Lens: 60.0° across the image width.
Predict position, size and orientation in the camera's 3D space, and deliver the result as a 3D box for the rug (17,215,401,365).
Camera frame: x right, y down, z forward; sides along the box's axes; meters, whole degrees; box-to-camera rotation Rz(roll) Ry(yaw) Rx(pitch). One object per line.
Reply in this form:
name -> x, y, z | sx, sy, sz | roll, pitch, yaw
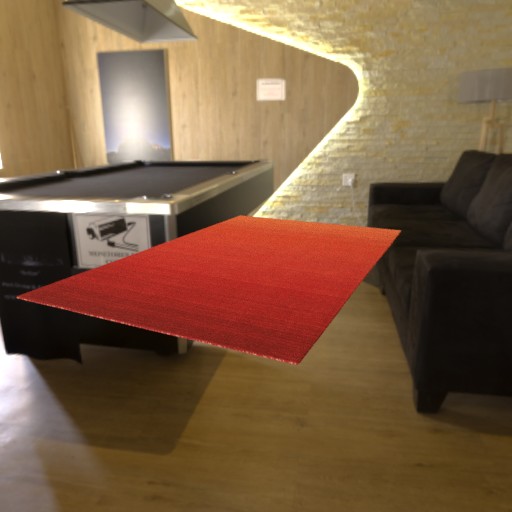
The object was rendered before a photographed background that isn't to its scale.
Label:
rug -> 0.000, 0.000, 2.987 | 1.531, 0.010, 2.442 | 8, 18, 25
